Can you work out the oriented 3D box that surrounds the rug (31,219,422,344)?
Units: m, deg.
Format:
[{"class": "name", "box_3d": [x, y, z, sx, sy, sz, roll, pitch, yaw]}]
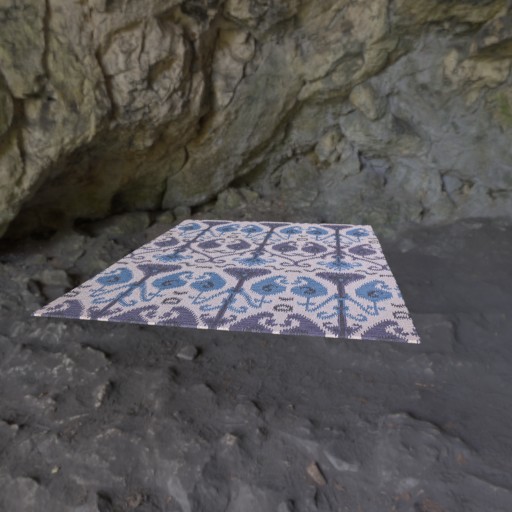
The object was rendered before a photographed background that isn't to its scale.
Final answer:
[{"class": "rug", "box_3d": [0.000, 0.000, 2.914, 1.676, 0.013, 2.261, 3, 16, 9]}]
